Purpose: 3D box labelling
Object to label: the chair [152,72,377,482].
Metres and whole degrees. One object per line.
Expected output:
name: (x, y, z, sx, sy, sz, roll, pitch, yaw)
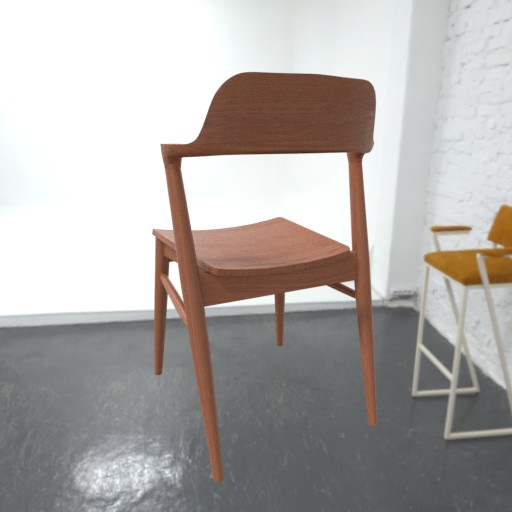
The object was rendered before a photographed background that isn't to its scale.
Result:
chair: (0.000, 0.000, 1.118, 0.496, 0.801, 0.499, -7, 17, -25)
